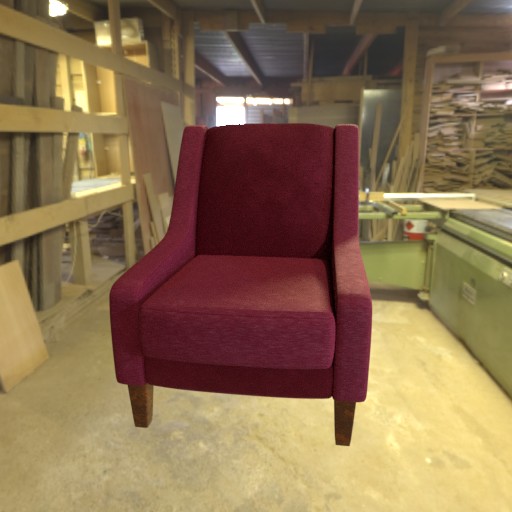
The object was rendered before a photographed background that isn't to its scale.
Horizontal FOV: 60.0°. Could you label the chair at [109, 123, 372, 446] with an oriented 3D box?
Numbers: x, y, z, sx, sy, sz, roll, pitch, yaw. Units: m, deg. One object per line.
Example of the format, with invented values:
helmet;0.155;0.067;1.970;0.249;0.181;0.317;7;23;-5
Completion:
chair;0.000;0.000;1.695;0.793;1.017;0.985;2;14;8
